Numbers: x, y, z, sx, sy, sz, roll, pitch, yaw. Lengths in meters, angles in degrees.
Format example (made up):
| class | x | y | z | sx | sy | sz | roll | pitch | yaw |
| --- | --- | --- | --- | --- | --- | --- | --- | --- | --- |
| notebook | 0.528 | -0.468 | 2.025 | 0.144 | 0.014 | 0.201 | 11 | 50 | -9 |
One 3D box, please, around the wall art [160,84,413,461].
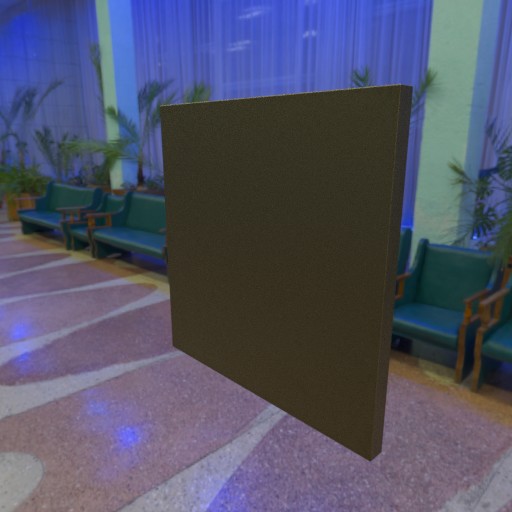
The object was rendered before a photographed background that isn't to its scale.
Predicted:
| class | x | y | z | sx | sy | sz | roll | pitch | yaw |
| --- | --- | --- | --- | --- | --- | --- | --- | --- | --- |
| wall art | 0.000 | 0.000 | 0.752 | 0.031 | 0.506 | 0.503 | -14 | 20 | -42 |
